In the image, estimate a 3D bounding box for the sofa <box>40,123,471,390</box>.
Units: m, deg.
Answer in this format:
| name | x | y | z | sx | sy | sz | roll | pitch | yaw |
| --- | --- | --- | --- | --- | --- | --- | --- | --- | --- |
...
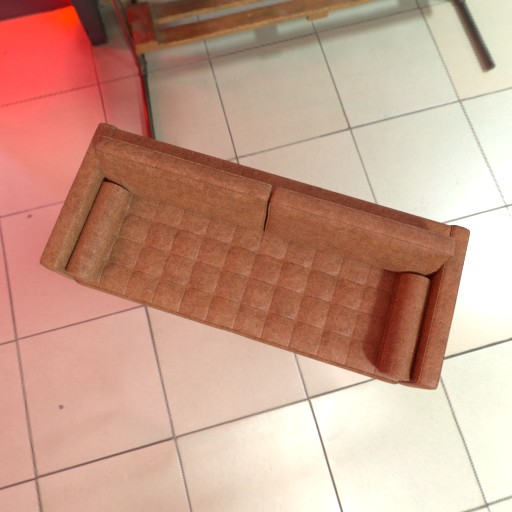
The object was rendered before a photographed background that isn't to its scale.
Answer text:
| name | x | y | z | sx | sy | sz | roll | pitch | yaw |
| --- | --- | --- | --- | --- | --- | --- | --- | --- | --- |
| sofa | 0.000 | 0.000 | 2.574 | 2.200 | 0.770 | 0.919 | 17 | 77 | 4 |
